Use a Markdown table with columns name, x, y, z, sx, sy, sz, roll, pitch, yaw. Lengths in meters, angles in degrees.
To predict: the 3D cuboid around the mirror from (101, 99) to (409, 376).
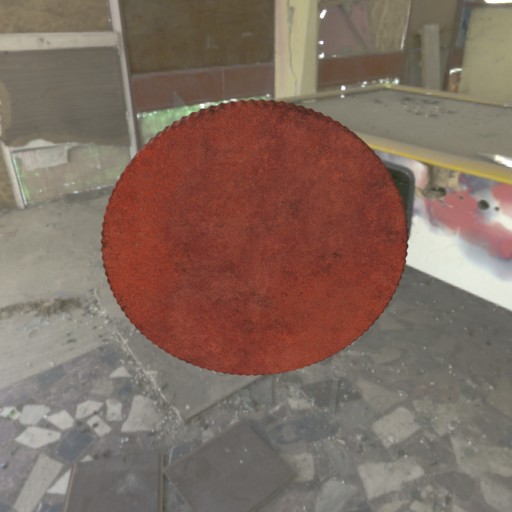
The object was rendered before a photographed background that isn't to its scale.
| name | x | y | z | sx | sy | sz | roll | pitch | yaw |
| --- | --- | --- | --- | --- | --- | --- | --- | --- | --- |
| mirror | 0.000 | 0.000 | 0.909 | 0.609 | 0.609 | 0.056 | -1 | 29 | -2 |
